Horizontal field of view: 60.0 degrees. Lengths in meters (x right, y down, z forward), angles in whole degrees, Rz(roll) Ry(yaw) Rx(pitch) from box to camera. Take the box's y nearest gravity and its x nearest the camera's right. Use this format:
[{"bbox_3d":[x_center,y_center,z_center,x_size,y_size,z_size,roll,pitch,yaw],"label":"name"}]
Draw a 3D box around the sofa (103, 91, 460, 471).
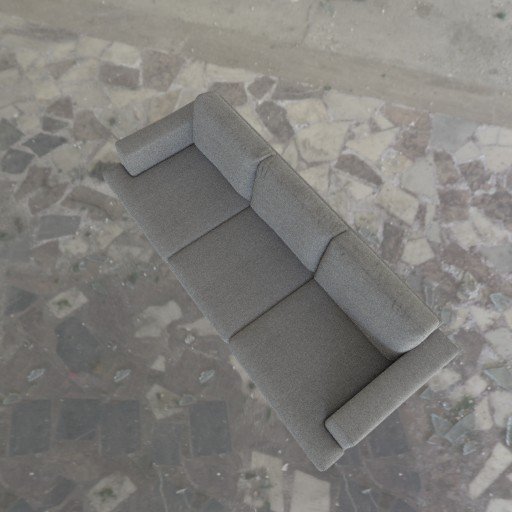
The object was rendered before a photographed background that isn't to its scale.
[{"bbox_3d":[0.000,0.000,2.714,0.920,0.810,2.310,-34,68,-16],"label":"sofa"}]
